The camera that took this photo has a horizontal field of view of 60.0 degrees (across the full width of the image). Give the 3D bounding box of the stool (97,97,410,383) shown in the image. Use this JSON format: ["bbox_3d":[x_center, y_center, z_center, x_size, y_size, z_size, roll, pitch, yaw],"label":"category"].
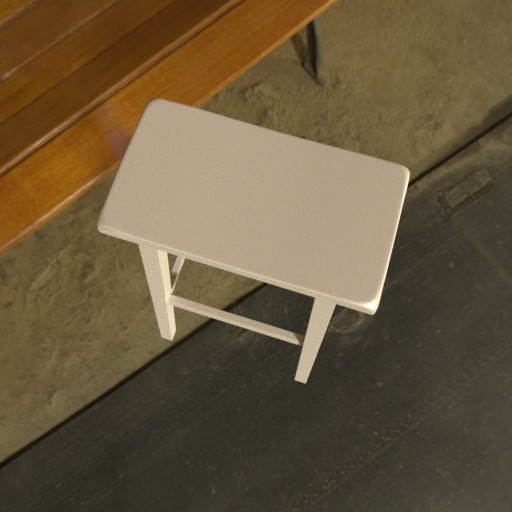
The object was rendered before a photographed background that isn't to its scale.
[{"bbox_3d":[0.000,0.000,1.043,0.457,0.737,0.476,17,76,4],"label":"stool"}]
